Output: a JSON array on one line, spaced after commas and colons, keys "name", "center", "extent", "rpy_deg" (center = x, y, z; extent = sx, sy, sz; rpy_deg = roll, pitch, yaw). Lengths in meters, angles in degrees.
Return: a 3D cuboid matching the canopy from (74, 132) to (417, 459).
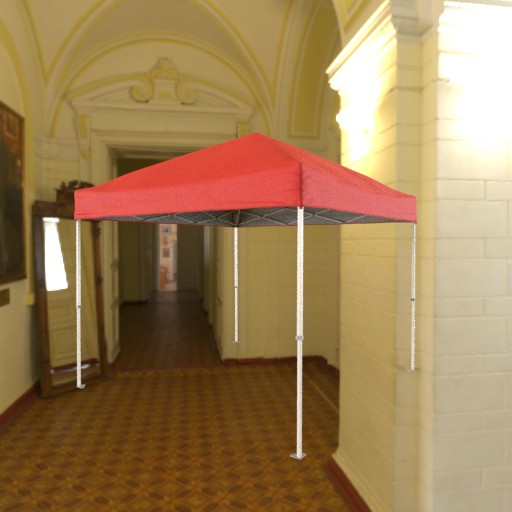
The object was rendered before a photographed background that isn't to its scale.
[{"name": "canopy", "center": [0.000, 0.000, 5.403], "extent": [2.998, 2.997, 2.996], "rpy_deg": [1, 2, 36]}]
